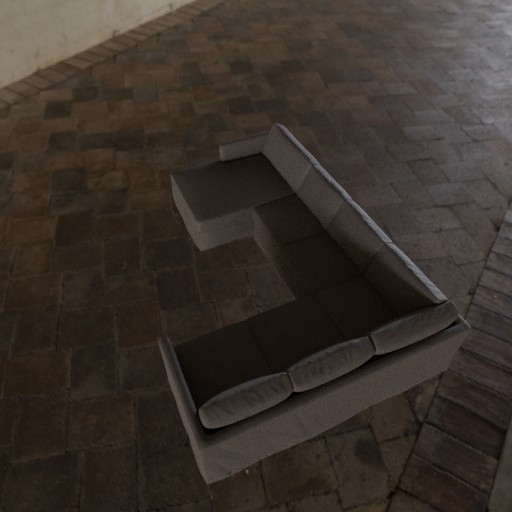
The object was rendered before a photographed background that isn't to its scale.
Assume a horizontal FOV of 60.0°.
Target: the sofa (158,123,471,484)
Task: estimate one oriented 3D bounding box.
[{"bbox_3d":[0.000,0.000,4.611,2.476,0.878,3.528,-19,50,-17],"label":"sofa"}]
